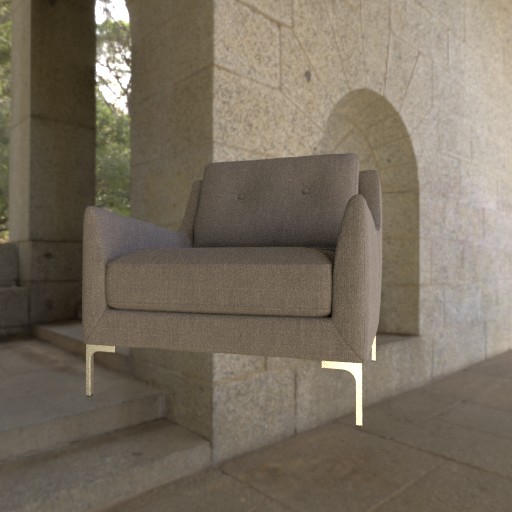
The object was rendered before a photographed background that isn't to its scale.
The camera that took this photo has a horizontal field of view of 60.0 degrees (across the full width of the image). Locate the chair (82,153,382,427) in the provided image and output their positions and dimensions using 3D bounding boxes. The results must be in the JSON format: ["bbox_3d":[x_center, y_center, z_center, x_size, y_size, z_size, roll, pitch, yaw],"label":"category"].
[{"bbox_3d":[0.000,0.000,1.571,0.847,0.828,0.849,0,0,18],"label":"chair"}]
